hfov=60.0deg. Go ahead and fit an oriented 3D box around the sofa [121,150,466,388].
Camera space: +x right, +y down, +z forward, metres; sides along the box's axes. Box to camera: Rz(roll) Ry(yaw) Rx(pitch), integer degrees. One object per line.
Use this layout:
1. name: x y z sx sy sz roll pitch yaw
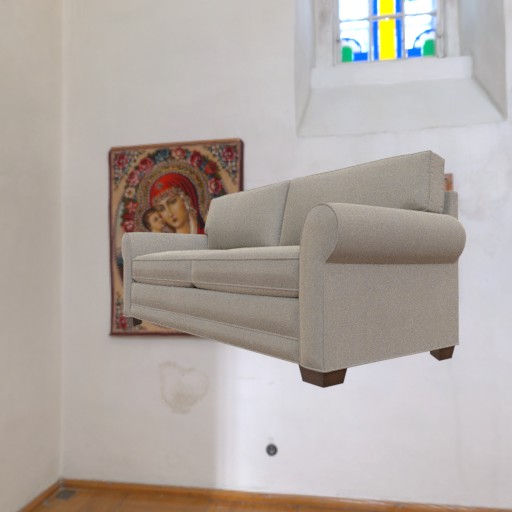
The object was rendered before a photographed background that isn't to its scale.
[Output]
1. sofa: 0.000 0.000 2.604 0.901 0.962 2.146 1 -1 -36
